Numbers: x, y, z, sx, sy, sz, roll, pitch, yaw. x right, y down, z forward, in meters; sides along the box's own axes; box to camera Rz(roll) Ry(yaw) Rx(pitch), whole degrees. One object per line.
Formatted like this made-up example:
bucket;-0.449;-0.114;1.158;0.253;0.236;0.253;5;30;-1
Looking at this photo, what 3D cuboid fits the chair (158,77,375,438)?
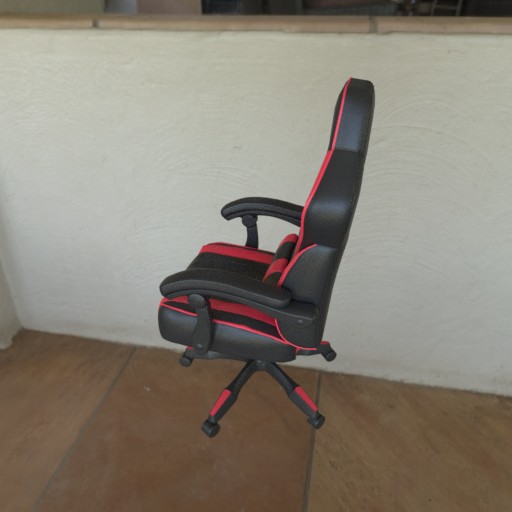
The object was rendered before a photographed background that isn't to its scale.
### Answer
chair;0.000;0.000;1.615;0.700;1.220;0.700;8;31;13
